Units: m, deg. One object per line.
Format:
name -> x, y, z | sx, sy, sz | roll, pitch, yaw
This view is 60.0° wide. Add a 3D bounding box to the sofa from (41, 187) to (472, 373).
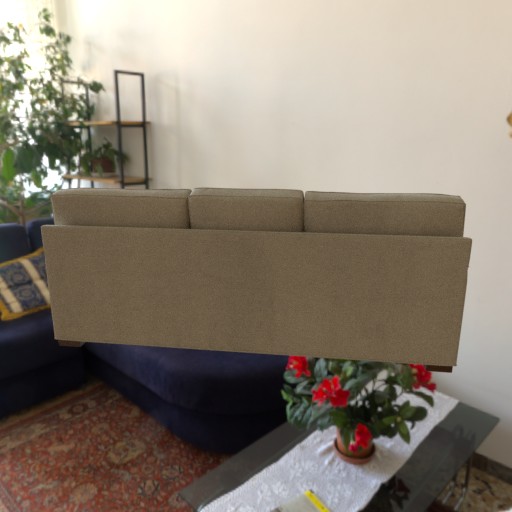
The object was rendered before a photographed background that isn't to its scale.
sofa -> 0.000, 0.000, 2.607 | 2.093, 0.862, 0.936 | 2, 15, 8
